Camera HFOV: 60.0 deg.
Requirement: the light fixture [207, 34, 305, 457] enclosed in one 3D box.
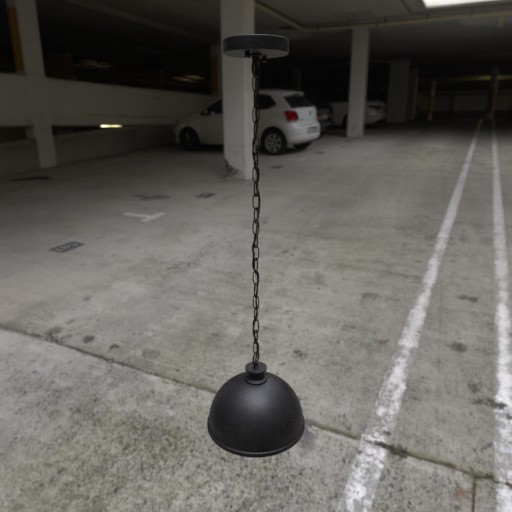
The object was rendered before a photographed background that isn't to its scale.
[{"bbox_3d":[0.000,0.000,1.230,0.304,1.090,0.304,8,19,25],"label":"light fixture"}]
